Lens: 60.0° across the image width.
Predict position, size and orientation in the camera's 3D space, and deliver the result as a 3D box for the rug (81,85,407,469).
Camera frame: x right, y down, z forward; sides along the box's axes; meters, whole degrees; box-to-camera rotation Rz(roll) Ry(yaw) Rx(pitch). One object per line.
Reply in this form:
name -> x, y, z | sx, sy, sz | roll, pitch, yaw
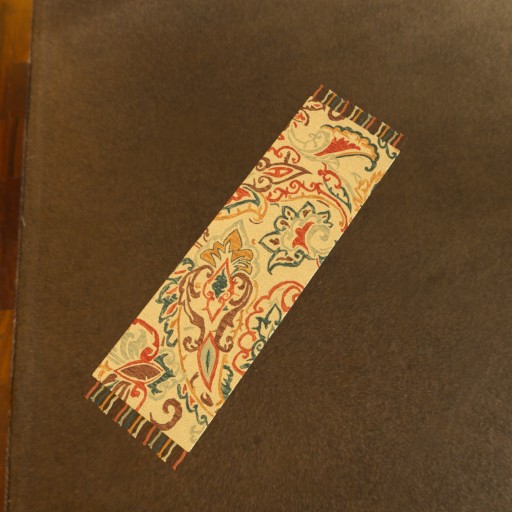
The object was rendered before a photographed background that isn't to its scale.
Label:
rug -> 0.000, 0.000, 2.950 | 0.763, 0.015, 2.682 | 35, 78, 8
